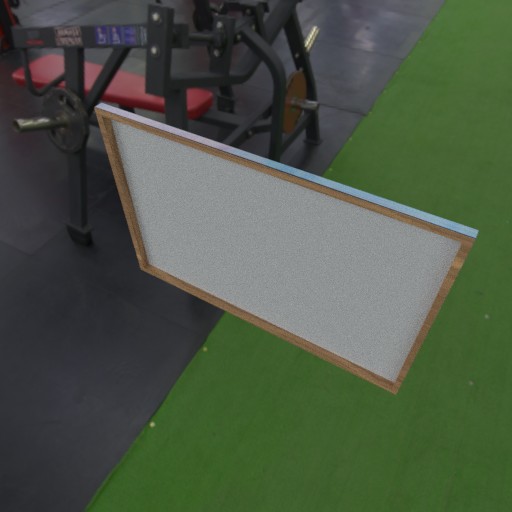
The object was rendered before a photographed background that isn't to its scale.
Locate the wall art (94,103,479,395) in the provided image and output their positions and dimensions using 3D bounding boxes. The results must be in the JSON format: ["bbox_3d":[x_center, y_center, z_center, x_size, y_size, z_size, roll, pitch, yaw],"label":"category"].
[{"bbox_3d":[0.000,0.000,1.454,1.137,0.756,0.034,23,51,20],"label":"wall art"}]
